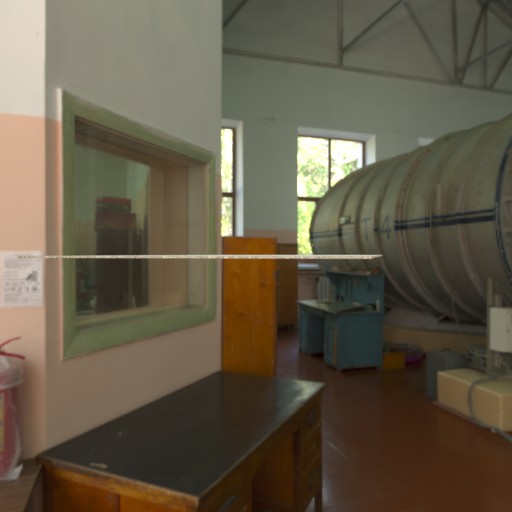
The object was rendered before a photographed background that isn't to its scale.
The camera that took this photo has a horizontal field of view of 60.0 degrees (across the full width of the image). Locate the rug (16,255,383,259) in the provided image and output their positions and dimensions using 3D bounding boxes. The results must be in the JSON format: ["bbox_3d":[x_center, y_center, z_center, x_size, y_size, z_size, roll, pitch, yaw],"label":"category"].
[{"bbox_3d":[0.000,0.000,2.256,1.211,0.007,1.827,0,0,17],"label":"rug"}]
